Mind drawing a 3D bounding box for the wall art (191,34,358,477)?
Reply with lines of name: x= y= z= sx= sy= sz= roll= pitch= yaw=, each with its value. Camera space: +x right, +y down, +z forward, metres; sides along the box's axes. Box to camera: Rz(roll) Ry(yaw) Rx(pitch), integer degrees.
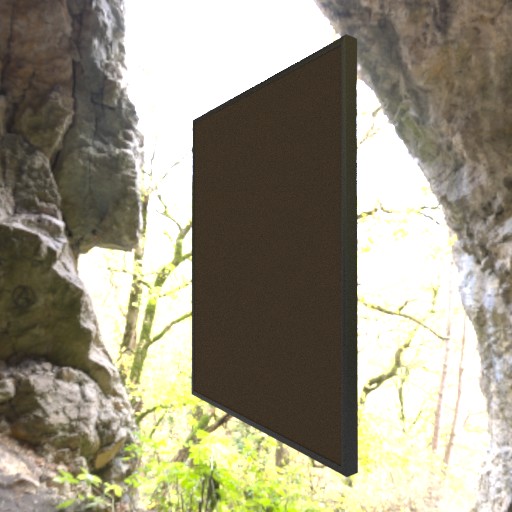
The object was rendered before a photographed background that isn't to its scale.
wall art: x=0.000 y=0.000 z=1.401 sx=0.041 sy=1.062 sz=0.803 roll=0 pitch=-1 yaw=-35
